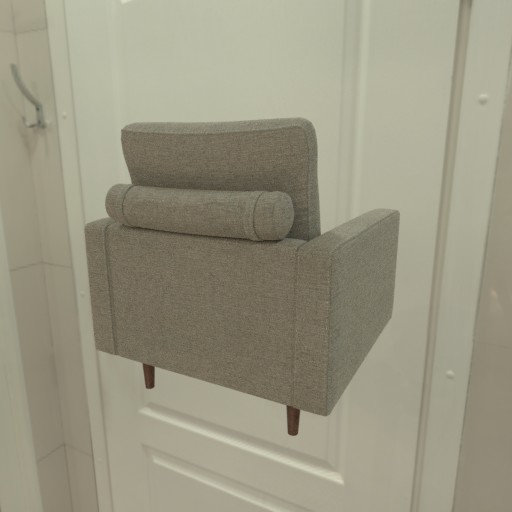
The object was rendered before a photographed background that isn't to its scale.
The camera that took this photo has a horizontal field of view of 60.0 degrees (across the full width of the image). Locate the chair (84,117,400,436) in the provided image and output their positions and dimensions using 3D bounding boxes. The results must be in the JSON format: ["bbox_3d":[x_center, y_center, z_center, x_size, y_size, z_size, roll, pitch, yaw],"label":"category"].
[{"bbox_3d":[0.000,0.000,1.543,0.821,0.880,0.843,7,16,27],"label":"chair"}]
